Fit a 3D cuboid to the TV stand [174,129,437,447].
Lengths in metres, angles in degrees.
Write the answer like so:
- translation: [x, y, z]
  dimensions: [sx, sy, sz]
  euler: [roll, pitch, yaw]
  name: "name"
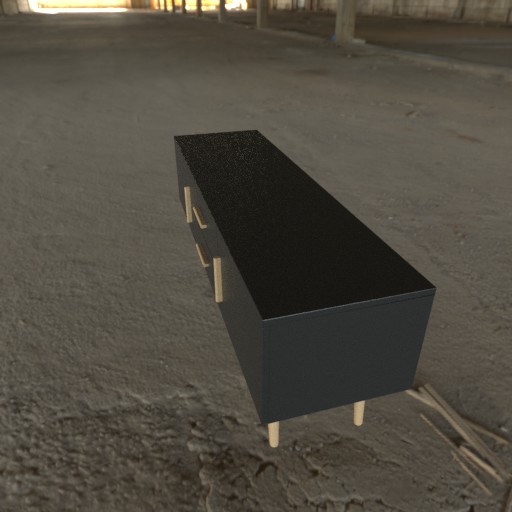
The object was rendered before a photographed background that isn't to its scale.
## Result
- translation: [0.000, 0.000, 1.533]
  dimensions: [0.390, 0.518, 1.312]
  euler: [-8, 31, -14]
  name: "TV stand"
